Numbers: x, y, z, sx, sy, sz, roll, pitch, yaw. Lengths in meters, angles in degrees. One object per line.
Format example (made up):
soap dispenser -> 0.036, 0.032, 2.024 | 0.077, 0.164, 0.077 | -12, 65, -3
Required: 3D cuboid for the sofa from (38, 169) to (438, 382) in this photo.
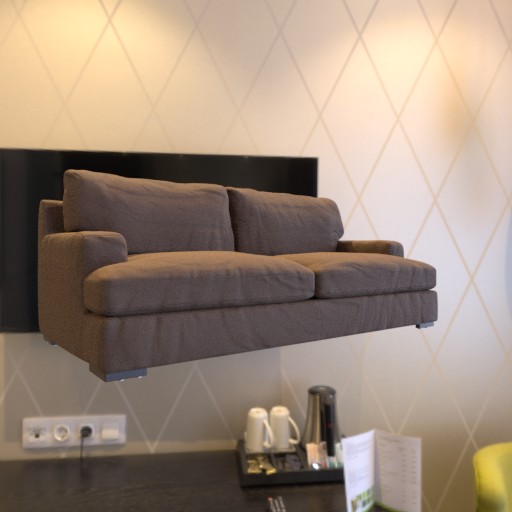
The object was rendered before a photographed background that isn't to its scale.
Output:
sofa -> 0.000, 0.000, 2.729 | 2.274, 0.950, 1.140 | 0, 0, -37
